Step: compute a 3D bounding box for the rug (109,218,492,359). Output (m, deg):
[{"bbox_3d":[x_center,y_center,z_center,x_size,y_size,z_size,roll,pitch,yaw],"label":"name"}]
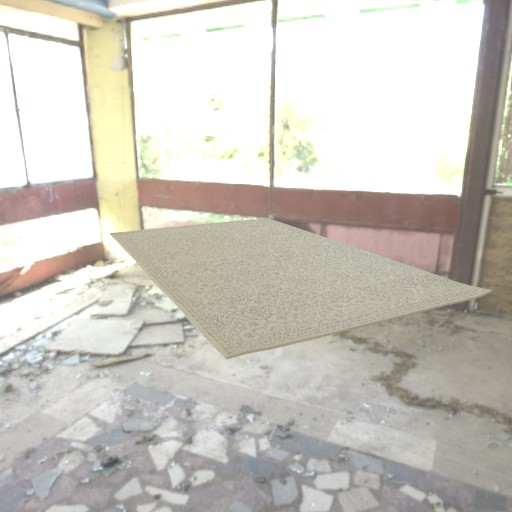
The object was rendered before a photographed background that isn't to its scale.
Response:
[{"bbox_3d":[0.000,0.000,2.403,1.214,0.023,1.947,-8,17,-26],"label":"rug"}]
